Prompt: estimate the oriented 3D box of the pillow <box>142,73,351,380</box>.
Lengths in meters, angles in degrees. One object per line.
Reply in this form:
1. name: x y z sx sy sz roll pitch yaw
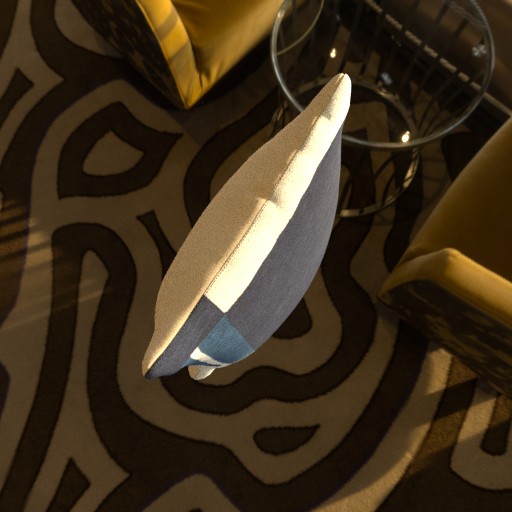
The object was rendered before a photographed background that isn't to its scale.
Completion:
1. pillow: 0.000 0.000 0.836 0.229 0.506 0.536 31 78 8
